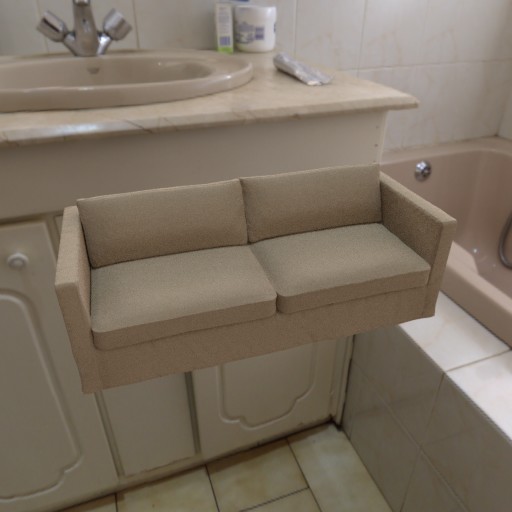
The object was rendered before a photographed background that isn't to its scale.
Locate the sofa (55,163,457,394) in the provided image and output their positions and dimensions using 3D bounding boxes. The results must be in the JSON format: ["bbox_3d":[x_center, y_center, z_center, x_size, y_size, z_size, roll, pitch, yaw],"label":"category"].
[{"bbox_3d":[0.000,0.000,2.884,2.312,0.853,0.962,-9,33,-15],"label":"sofa"}]
